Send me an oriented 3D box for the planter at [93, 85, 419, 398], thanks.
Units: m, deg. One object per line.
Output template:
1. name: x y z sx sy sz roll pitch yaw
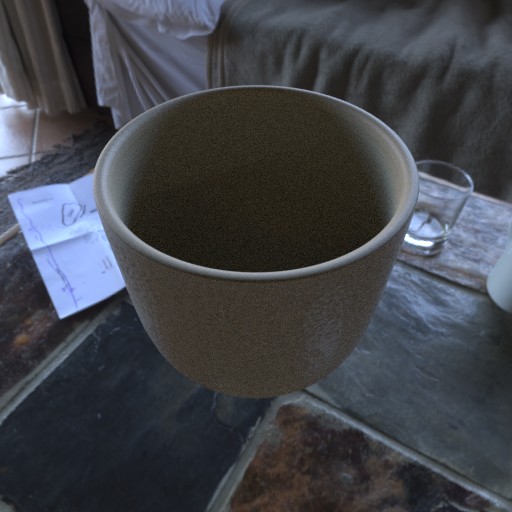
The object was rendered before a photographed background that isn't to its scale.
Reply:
1. planter: 0.000 0.000 0.292 0.170 0.152 0.170 0 47 0
